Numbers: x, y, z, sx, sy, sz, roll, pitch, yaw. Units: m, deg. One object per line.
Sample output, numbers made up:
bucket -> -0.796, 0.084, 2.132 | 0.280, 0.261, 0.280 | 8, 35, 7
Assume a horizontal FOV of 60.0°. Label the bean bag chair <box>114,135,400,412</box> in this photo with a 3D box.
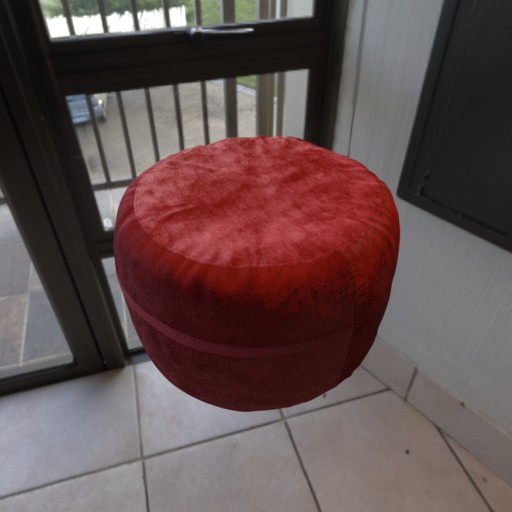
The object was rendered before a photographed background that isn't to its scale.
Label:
bean bag chair -> 0.000, 0.000, 2.028 | 1.219, 0.762, 1.219 | 0, 40, 0
